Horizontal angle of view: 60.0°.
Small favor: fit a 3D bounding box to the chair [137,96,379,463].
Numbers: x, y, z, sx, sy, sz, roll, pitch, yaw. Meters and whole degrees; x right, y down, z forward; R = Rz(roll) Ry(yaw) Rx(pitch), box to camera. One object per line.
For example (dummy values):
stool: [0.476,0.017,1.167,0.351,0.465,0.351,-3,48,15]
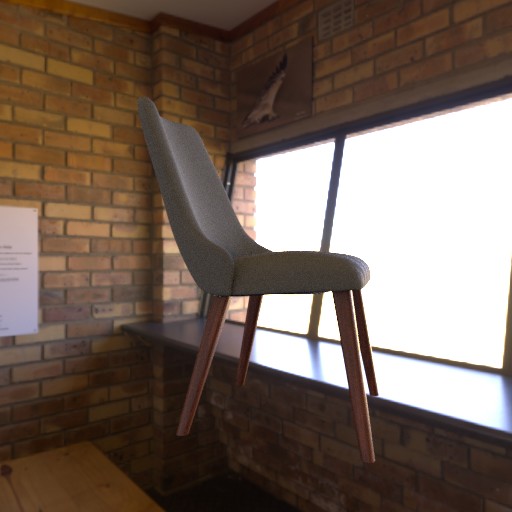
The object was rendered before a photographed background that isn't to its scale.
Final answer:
chair: [0.000,0.000,1.327,0.707,0.918,0.535,0,0,17]
